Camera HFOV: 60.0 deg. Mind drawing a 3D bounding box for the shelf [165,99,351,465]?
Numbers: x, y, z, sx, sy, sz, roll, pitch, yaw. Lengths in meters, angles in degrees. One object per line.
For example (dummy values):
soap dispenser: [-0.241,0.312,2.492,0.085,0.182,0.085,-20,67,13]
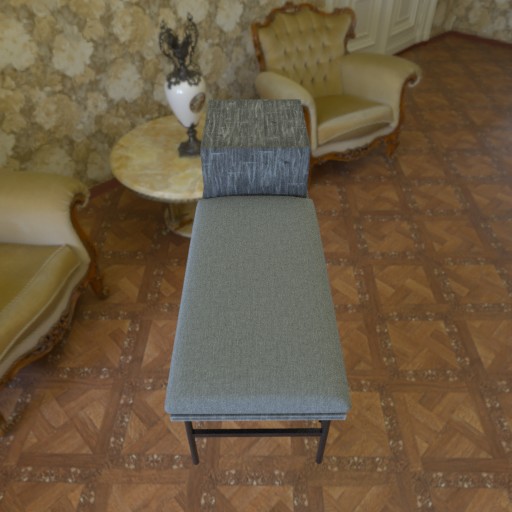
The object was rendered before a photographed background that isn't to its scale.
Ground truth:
shelf: [0.000,0.000,1.626,0.457,0.633,1.342,0,42,0]
